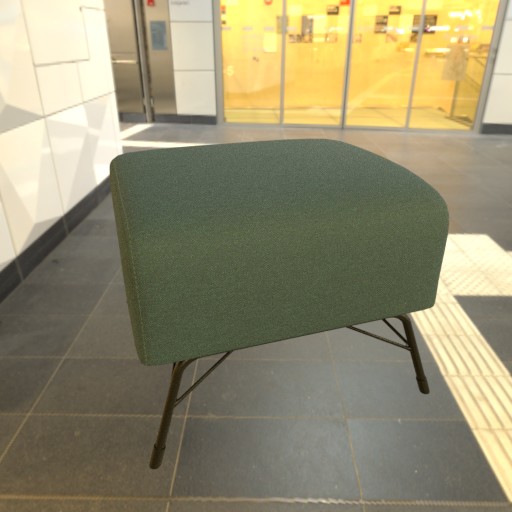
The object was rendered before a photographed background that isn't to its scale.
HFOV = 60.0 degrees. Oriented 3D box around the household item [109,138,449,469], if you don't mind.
[{"bbox_3d":[0.000,0.000,0.903,0.530,0.420,0.530,-8,27,-17],"label":"household item"}]
